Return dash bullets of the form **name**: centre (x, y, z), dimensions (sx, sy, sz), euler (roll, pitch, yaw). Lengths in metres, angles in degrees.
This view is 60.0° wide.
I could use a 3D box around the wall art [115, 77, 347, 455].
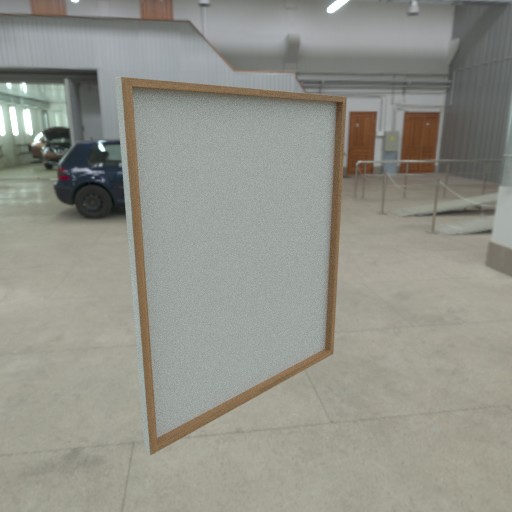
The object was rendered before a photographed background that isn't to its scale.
- **wall art**: centre (0.000, 0.000, 1.005), dimensions (0.609, 0.710, 0.021), euler (-15, 21, -42)
